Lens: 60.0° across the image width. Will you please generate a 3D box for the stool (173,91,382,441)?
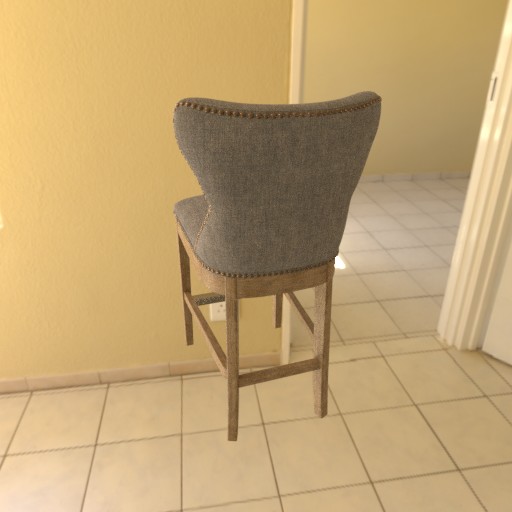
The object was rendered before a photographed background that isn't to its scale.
[{"bbox_3d":[0.000,0.000,1.365,0.498,0.981,0.608,-8,27,-16],"label":"stool"}]
